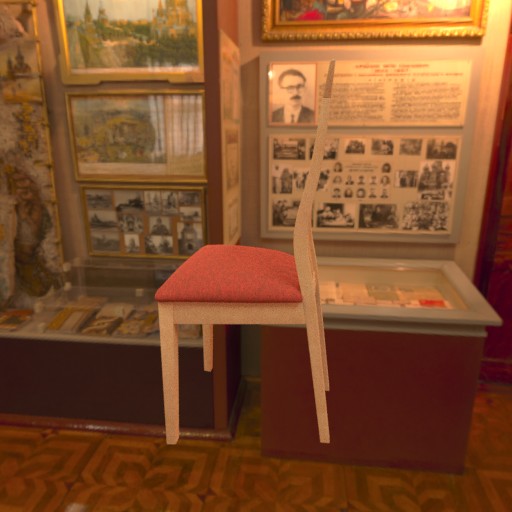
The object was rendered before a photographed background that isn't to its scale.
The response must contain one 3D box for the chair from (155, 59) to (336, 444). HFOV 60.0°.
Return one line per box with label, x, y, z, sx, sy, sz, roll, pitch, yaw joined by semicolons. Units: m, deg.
chair;0.000;0.000;1.312;0.474;1.027;0.460;2;16;9
